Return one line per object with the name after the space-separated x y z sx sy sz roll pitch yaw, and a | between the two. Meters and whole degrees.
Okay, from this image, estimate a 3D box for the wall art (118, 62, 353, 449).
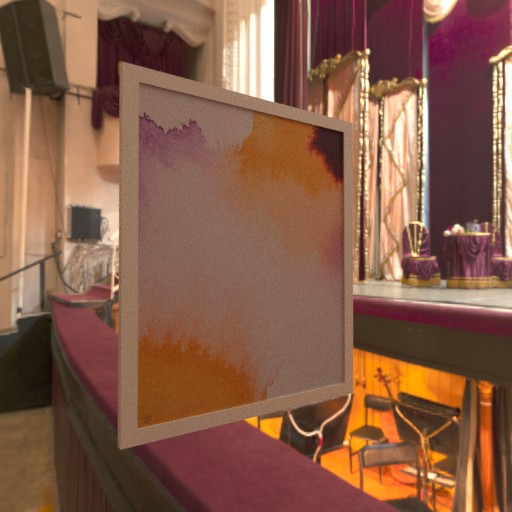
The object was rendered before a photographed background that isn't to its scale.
0.000 0.000 0.780 0.482 0.557 0.012 1 -1 -35 | wall art
